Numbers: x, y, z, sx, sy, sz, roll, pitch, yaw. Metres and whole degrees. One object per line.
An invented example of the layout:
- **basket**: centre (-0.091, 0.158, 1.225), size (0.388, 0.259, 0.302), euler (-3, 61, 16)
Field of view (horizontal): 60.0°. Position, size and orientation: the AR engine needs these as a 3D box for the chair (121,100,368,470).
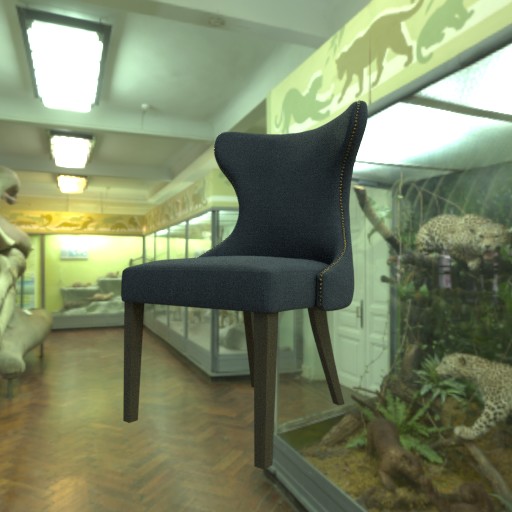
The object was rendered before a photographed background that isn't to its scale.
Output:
- **chair**: centre (0.000, 0.000, 1.393), size (0.628, 0.967, 0.635), euler (-1, -2, 37)
